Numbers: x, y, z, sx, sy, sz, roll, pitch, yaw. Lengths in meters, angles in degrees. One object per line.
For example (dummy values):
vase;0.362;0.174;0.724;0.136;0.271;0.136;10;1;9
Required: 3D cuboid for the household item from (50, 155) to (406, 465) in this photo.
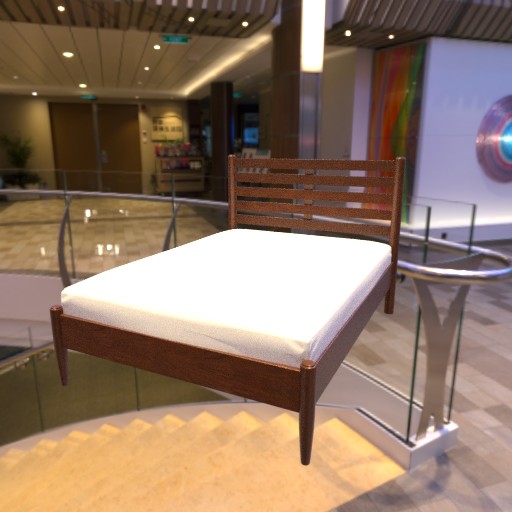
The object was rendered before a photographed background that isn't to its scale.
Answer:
household item;0.000;0.000;3.192;1.663;1.356;2.232;7;16;25
